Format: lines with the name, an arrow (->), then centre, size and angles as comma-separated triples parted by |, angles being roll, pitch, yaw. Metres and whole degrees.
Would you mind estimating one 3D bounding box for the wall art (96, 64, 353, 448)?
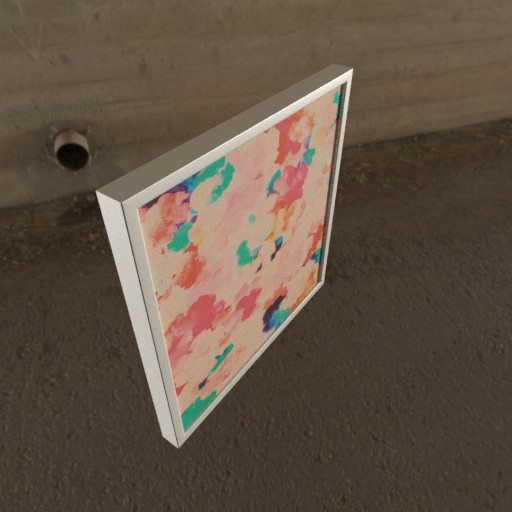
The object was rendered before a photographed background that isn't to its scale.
wall art -> 0.000, 0.000, 0.765 | 0.038, 0.505, 0.506 | 25, 46, 27
